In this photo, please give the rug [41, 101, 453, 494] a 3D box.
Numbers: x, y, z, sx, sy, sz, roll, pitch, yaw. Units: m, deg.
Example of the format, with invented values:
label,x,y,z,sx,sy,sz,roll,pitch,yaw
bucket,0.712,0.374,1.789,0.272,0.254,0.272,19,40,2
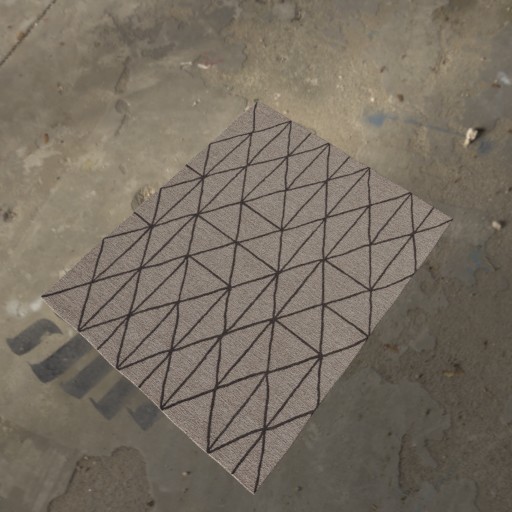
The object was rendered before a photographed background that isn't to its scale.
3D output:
label,x,y,z,sx,sy,sz,roll,pitch,yaw
rug,0.000,0.000,4.098,2.468,0.022,3.061,36,69,16
